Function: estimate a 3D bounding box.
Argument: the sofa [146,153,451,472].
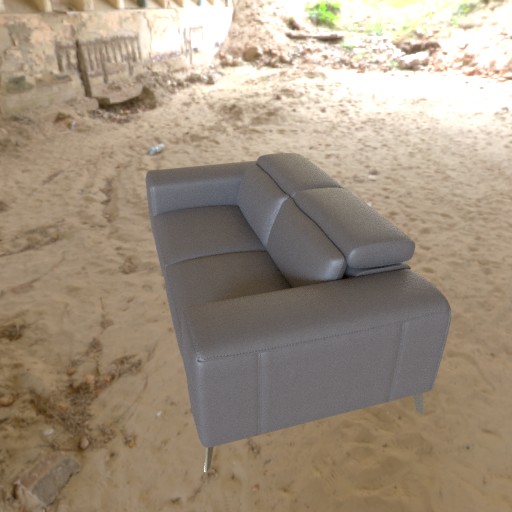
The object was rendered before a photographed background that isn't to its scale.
[{"bbox_3d":[0.000,0.000,2.439,1.024,0.753,1.930,-9,31,-15],"label":"sofa"}]
